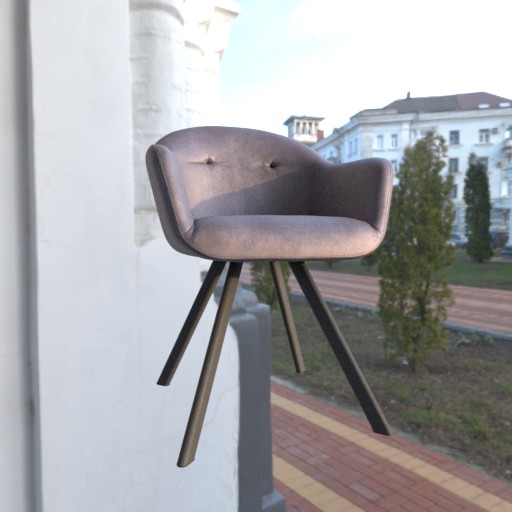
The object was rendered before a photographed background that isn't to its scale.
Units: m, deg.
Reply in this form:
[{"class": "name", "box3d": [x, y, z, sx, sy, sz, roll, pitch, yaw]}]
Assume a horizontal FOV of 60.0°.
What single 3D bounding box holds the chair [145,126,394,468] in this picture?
[{"class": "chair", "box3d": [0.000, 0.000, 1.157, 0.567, 0.781, 0.544, -1, 3, -17]}]
